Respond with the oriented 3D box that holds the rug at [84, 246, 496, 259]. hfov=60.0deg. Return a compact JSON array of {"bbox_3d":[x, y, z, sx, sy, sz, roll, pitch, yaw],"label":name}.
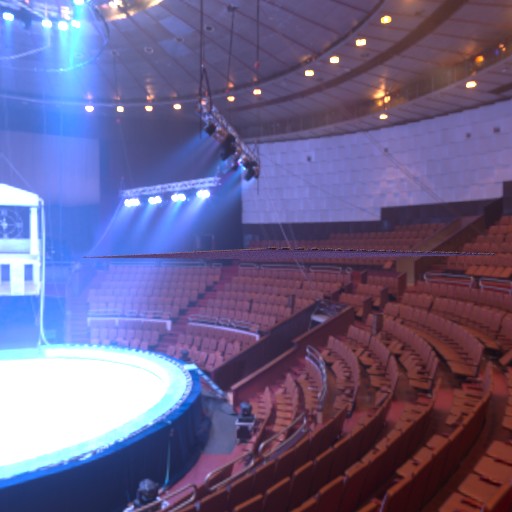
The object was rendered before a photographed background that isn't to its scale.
[{"bbox_3d":[0.000,0.000,2.840,1.544,0.010,2.315,1,-1,-36],"label":"rug"}]
